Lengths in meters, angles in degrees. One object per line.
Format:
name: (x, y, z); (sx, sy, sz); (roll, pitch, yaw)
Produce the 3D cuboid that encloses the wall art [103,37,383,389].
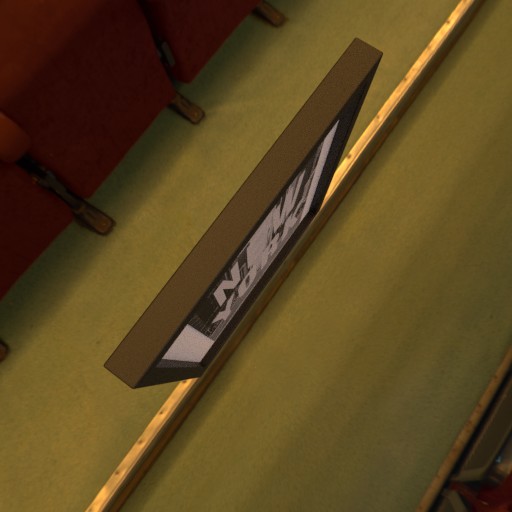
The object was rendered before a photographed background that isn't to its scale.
wall art: (0.000, 0.000, 0.521); (0.028, 0.381, 0.328); (35, 78, 8)
